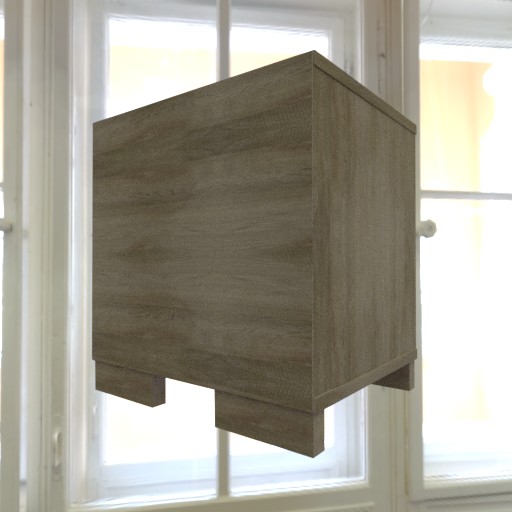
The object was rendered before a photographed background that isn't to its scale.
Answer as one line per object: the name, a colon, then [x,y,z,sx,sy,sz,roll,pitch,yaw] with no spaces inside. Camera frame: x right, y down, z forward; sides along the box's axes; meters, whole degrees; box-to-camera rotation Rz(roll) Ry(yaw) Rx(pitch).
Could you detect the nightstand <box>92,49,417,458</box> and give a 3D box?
nightstand: [0.000,0.000,0.748,0.427,0.448,0.347,0,-1,38]
